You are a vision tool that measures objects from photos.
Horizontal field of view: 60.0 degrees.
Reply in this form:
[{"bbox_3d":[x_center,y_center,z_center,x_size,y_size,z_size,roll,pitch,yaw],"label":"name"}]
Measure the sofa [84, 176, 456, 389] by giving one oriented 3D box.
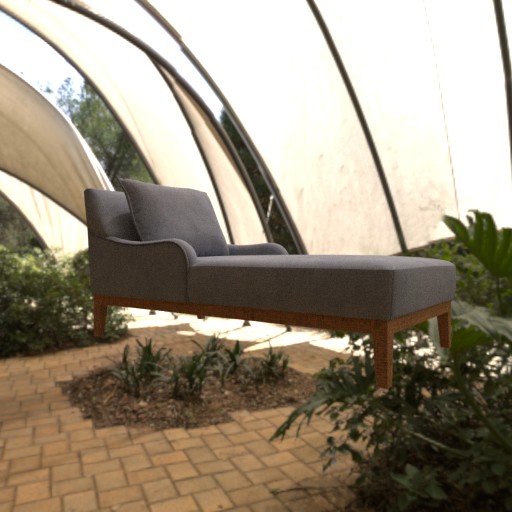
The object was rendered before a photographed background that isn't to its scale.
[{"bbox_3d":[0.000,0.000,2.321,1.779,0.883,0.904,0,0,37],"label":"sofa"}]
